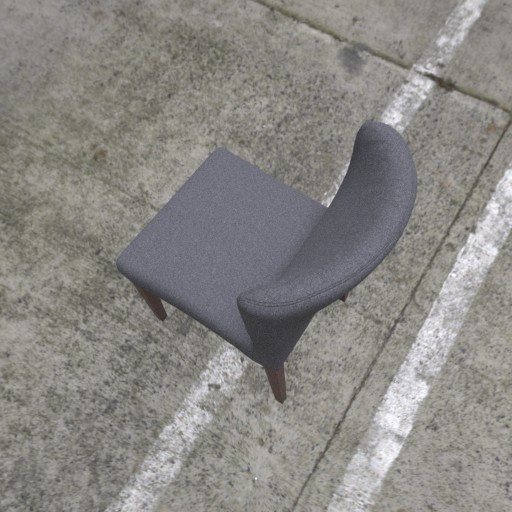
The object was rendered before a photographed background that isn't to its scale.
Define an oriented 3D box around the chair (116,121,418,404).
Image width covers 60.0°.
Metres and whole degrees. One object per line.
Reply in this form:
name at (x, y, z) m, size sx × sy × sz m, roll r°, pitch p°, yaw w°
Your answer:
chair at (0.000, 0.000, 1.185) m, size 0.592 × 0.839 × 0.491 m, roll 31°, pitch 67°, yaw 14°
